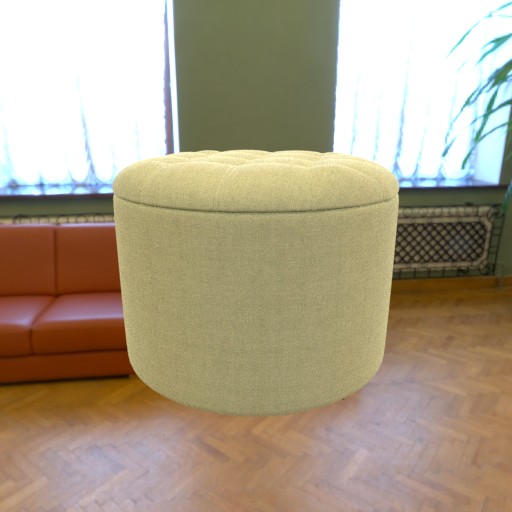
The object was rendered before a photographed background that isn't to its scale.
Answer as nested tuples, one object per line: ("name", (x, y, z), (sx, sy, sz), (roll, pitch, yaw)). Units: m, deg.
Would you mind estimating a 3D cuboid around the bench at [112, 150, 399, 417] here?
("bench", (0.000, 0.000, 1.013), (0.600, 0.453, 0.600), (0, 17, 0))
